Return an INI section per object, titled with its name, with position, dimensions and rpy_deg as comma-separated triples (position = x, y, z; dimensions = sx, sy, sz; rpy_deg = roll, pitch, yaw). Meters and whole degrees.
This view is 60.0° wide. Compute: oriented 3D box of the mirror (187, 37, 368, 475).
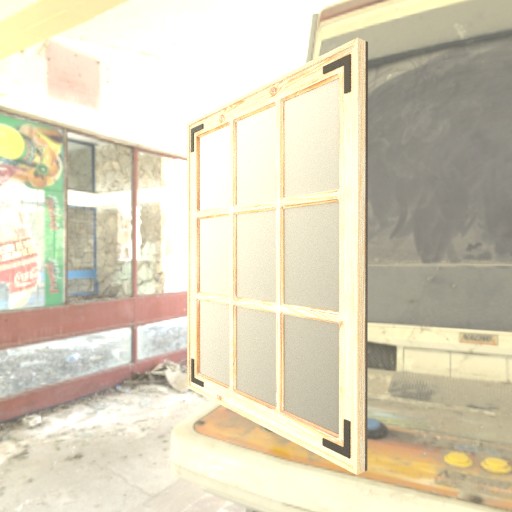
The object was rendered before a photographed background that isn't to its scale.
[mirror]
position = 0.000, 0.000, 1.196
dimensions = 0.032, 0.882, 0.730
rpy_deg = 0, 0, -36
